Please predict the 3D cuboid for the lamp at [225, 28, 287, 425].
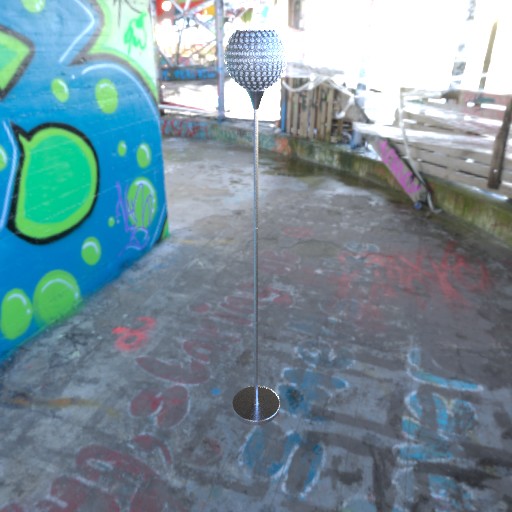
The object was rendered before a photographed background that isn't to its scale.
[{"bbox_3d":[0.000,0.000,1.975,0.254,1.805,0.254,0,26,0],"label":"lamp"}]
